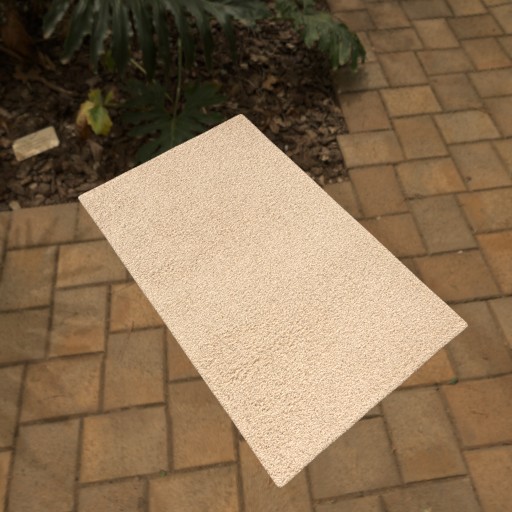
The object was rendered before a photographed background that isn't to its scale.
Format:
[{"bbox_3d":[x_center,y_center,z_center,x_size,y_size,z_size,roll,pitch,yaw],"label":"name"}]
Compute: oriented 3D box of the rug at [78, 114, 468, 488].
[{"bbox_3d":[0.000,0.000,3.061,1.524,0.030,2.438,-33,64,-18],"label":"rug"}]
